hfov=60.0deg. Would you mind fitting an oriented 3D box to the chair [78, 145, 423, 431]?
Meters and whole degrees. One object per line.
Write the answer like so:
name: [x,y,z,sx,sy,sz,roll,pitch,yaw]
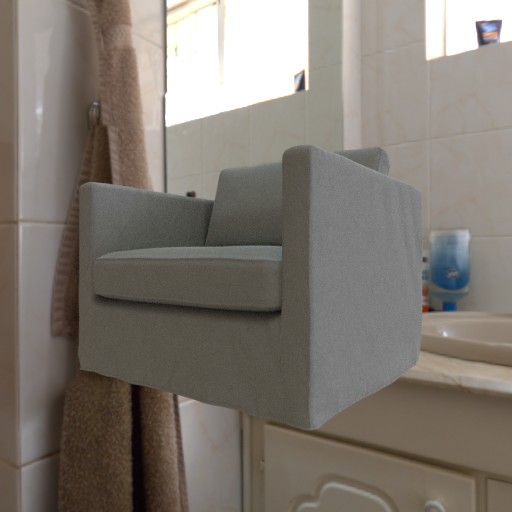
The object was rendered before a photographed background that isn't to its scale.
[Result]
chair: [0.000,0.000,1.757,1.057,0.863,0.949,0,0,37]
